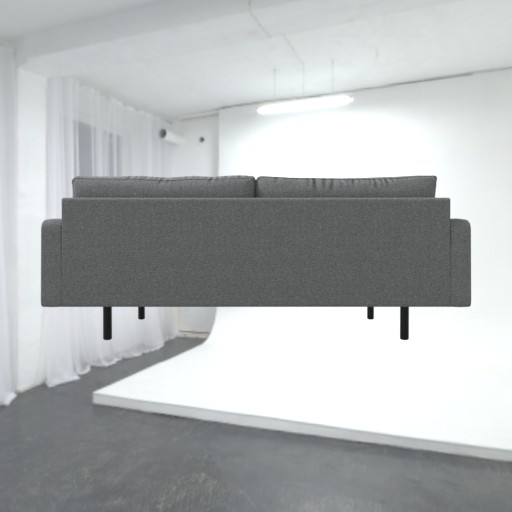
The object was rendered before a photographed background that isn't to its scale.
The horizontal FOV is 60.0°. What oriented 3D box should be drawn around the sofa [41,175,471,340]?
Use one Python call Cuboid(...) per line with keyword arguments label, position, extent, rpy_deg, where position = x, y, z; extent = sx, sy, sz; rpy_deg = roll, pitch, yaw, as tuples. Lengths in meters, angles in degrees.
Cuboid(label="sofa", position=(0.000, 0.000, 2.691), extent=(2.200, 0.880, 0.880), rpy_deg=(0, 1, 0))
